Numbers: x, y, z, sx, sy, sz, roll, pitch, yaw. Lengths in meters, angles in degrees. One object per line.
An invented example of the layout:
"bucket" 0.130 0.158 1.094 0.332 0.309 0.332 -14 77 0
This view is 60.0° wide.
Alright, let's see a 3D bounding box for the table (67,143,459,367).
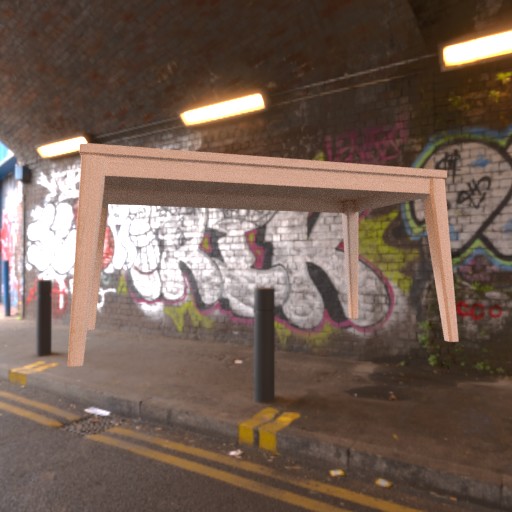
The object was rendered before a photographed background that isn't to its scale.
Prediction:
"table" 0.000 0.000 2.148 1.600 0.760 0.900 0 -1 -17
